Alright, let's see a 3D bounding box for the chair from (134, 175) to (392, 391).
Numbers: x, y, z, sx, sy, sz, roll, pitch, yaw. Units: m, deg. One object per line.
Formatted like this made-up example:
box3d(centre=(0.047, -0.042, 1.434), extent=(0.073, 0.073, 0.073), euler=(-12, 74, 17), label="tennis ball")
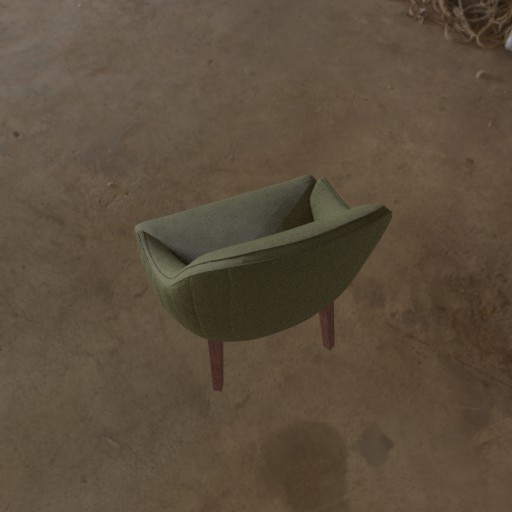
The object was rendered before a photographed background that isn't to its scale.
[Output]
box3d(centre=(0.000, 0.000, 1.295), extent=(0.643, 0.889, 0.575), euler=(-18, 59, -11), label="chair")
